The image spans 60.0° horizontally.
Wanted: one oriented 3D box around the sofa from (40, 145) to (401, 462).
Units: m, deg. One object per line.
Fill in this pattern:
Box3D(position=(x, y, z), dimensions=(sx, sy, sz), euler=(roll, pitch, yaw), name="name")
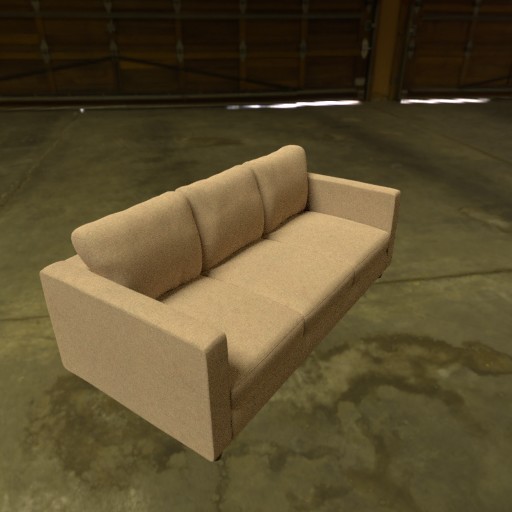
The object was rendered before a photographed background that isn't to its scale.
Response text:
Box3D(position=(0.000, 0.000, 2.364), dimensions=(0.930, 0.800, 1.855), euler=(18, 32, 30), name="sofa")
